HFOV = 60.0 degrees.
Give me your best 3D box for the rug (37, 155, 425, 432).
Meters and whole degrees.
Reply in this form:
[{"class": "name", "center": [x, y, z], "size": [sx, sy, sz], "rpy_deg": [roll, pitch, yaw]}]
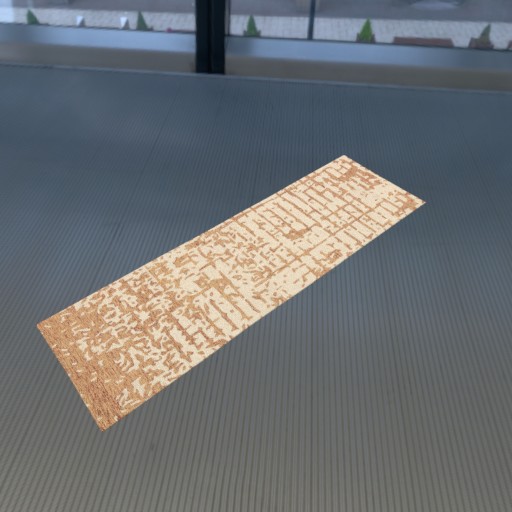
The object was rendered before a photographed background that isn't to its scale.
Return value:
[{"class": "rug", "center": [0.000, 0.000, 2.704], "size": [2.435, 0.011, 0.750], "rpy_deg": [-32, 54, -26]}]
